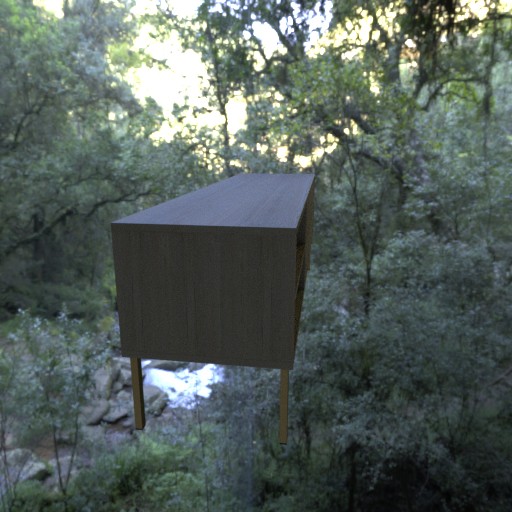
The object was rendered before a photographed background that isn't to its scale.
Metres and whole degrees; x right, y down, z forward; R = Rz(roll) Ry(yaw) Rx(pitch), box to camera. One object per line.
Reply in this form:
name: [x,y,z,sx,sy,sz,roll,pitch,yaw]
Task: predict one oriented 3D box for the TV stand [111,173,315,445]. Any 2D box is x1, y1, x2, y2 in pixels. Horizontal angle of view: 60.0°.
TV stand: [0.000,0.000,1.807,0.420,0.550,1.600,2,15,8]
